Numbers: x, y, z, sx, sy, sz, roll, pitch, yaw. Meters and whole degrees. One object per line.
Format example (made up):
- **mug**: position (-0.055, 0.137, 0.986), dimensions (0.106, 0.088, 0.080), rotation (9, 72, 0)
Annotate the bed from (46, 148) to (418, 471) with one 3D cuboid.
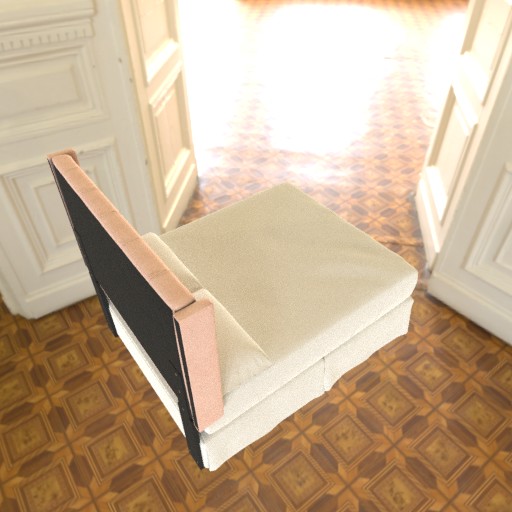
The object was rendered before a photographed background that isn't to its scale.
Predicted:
- **bed**: position (0.000, 0.000, 3.315), dimensions (2.066, 1.665, 1.719), rotation (-27, 49, -26)
